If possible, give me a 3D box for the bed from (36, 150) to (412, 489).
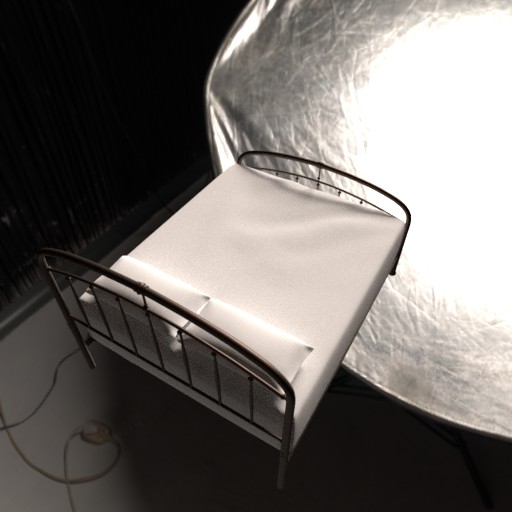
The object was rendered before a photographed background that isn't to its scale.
[{"bbox_3d":[0.000,0.000,3.236,1.711,1.425,2.180,23,49,22],"label":"bed"}]
